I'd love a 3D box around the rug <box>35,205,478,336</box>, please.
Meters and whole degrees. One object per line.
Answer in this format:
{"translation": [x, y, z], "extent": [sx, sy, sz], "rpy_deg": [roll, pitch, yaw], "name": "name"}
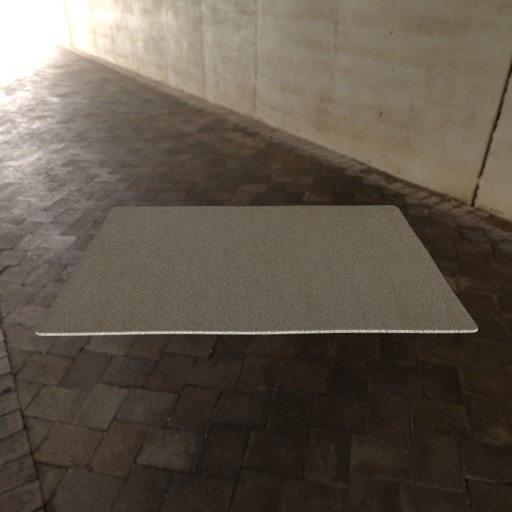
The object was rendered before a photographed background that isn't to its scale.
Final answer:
{"translation": [0.000, 0.000, 3.446], "extent": [2.698, 0.025, 1.798], "rpy_deg": [0, 31, -1], "name": "rug"}
